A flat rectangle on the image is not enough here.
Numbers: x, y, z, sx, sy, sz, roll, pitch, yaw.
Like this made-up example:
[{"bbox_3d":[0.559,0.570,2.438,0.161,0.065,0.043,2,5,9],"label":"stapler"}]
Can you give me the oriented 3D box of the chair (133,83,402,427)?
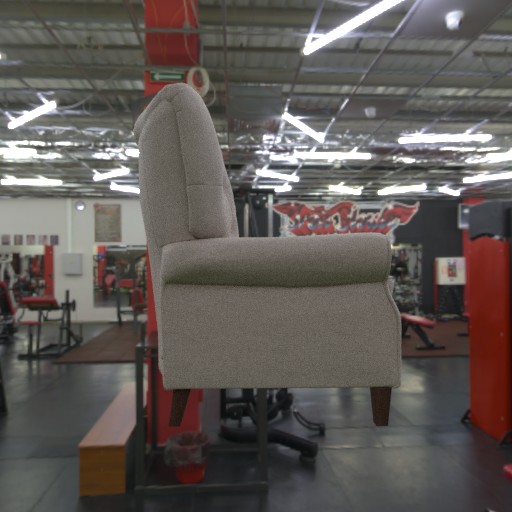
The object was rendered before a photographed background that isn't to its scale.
[{"bbox_3d":[0.000,0.000,1.919,1.025,1.209,0.942,0,-1,-1],"label":"chair"}]
